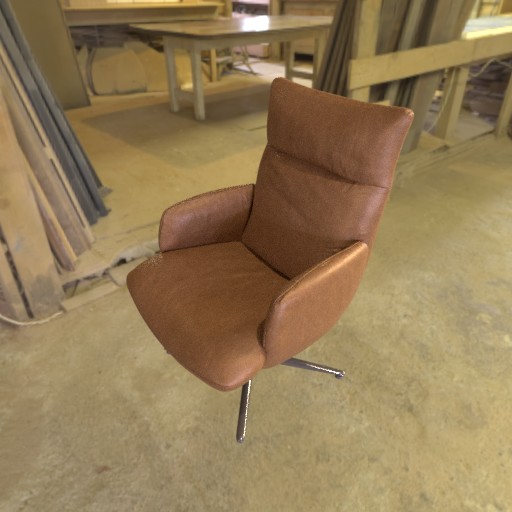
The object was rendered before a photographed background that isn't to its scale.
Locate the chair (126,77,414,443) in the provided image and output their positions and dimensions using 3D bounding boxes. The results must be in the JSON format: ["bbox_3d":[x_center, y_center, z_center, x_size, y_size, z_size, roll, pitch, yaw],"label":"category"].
[{"bbox_3d":[0.000,0.000,1.548,0.794,1.027,0.711,-22,38,-30],"label":"chair"}]
